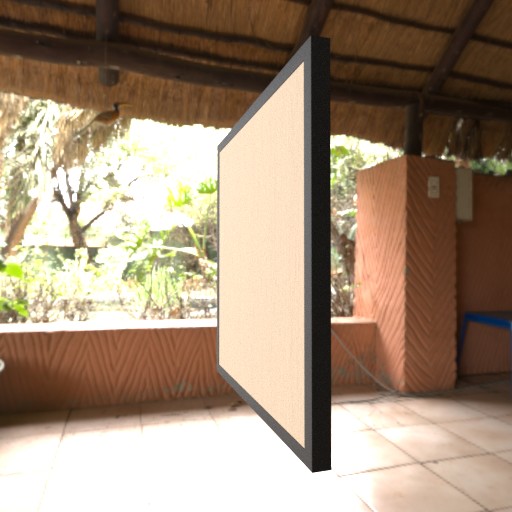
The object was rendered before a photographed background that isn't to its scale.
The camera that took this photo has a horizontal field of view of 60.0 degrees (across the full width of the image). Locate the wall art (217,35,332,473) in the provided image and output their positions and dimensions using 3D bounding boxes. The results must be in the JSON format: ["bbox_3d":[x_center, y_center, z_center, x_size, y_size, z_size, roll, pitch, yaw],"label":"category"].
[{"bbox_3d":[0.000,0.000,0.456,0.015,0.304,0.306,0,-1,-17],"label":"wall art"}]
